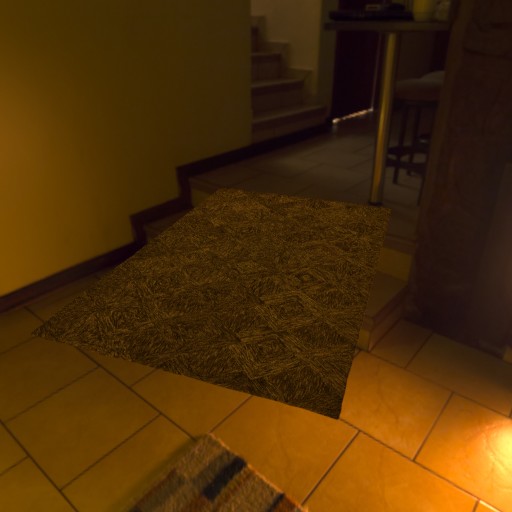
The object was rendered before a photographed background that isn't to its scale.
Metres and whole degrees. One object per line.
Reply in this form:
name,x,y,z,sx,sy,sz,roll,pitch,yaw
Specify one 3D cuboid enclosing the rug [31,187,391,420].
rug,0.000,0.000,2.257,1.189,0.011,1.808,10,29,18
